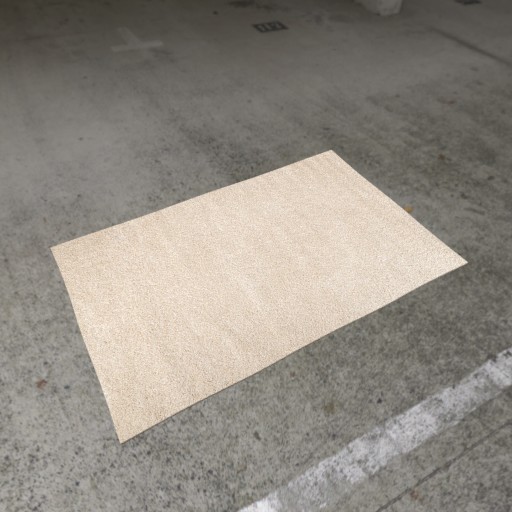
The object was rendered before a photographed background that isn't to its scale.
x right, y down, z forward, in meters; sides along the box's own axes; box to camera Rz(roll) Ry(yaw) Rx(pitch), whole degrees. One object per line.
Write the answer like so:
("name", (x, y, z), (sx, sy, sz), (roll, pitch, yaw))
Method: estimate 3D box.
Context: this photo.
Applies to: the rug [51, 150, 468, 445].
("rug", (0.000, 0.000, 2.959), (2.346, 0.025, 1.500), (-23, 51, -20))
